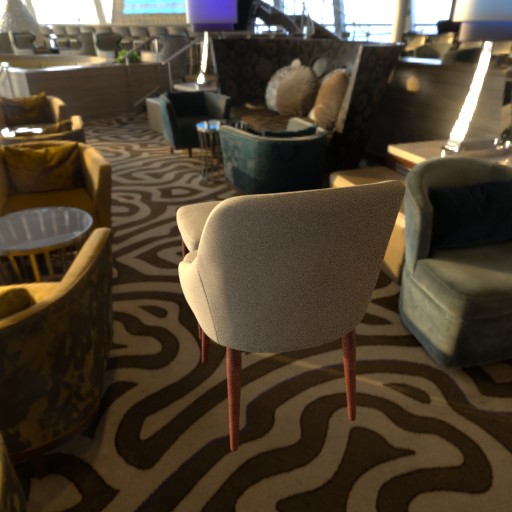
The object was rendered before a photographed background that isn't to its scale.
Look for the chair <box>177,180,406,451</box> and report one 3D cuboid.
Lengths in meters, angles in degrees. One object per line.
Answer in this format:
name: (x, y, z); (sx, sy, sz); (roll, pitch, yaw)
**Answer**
chair: (0.000, 0.000, 1.598); (0.584, 0.866, 1.114); (-8, 29, -15)
